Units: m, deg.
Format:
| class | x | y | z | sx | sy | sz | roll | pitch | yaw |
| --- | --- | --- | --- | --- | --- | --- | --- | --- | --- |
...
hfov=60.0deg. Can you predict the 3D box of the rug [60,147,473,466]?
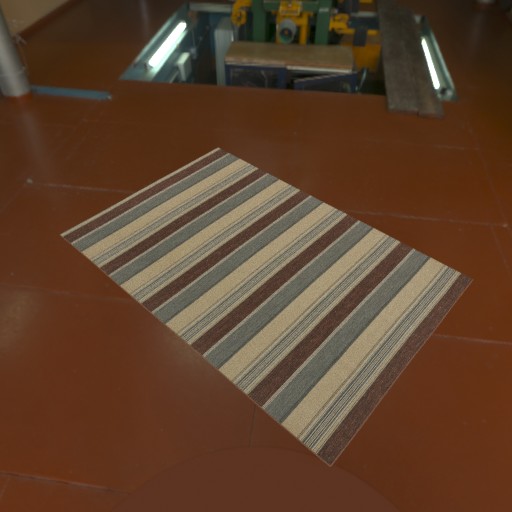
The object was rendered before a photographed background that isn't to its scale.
| class | x | y | z | sx | sy | sz | roll | pitch | yaw |
| --- | --- | --- | --- | --- | --- | --- | --- | --- | --- |
| rug | 0.000 | 0.000 | 2.332 | 1.829 | 0.008 | 1.219 | 33 | 54 | 28 |
